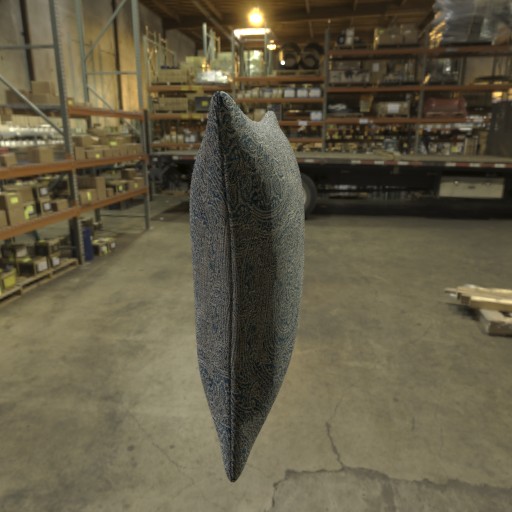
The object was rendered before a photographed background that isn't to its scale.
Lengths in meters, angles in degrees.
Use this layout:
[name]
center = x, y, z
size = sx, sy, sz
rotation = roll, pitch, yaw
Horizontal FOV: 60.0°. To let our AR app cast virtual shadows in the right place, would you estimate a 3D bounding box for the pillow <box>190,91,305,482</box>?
[pillow]
center = 0.000, 0.000, 0.784
size = 0.166, 0.510, 0.523
rotation = 2, 16, 8
